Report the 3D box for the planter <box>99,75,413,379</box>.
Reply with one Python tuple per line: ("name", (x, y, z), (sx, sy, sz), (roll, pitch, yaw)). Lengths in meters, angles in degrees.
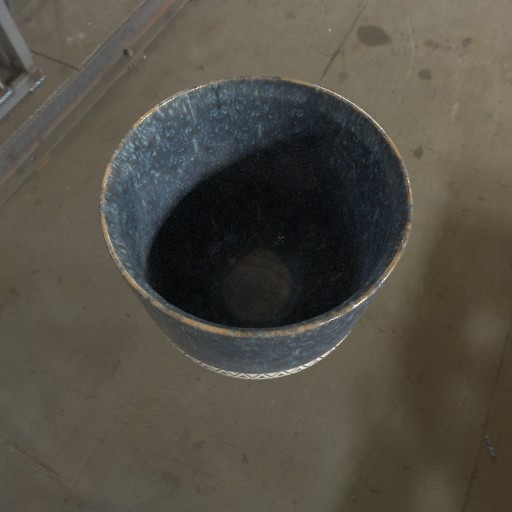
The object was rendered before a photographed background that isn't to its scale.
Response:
("planter", (0.000, 0.000, 0.498), (0.266, 0.270, 0.266), (0, 63, 0))
